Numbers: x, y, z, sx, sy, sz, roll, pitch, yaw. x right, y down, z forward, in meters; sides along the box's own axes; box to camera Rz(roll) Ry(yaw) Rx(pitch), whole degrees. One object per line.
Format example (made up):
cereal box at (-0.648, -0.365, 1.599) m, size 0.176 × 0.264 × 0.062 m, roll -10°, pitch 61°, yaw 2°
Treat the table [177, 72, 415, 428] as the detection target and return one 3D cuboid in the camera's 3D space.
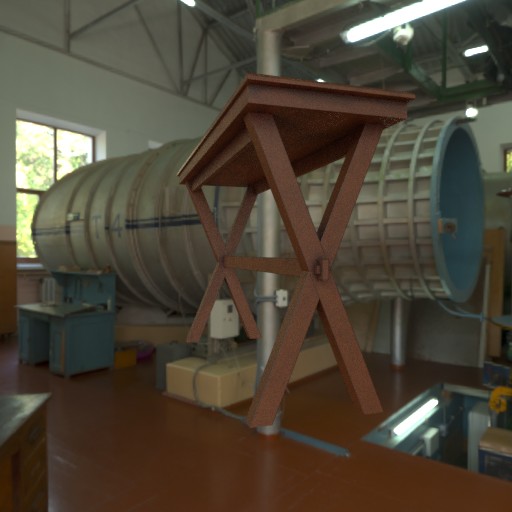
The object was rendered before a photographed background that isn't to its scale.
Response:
table at (0.000, 0.000, 1.533) m, size 0.399 × 0.763 × 1.197 m, roll 0°, pitch 0°, yaw -17°
